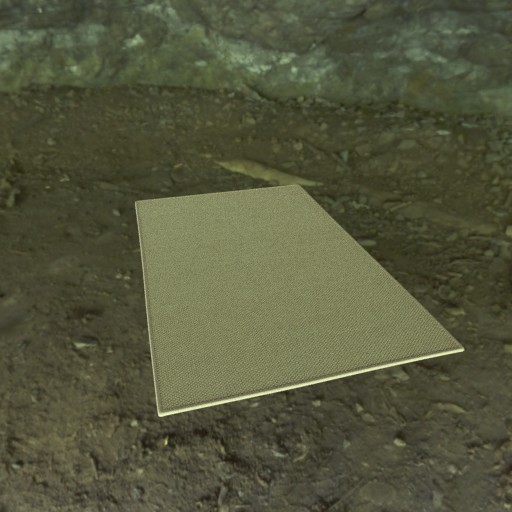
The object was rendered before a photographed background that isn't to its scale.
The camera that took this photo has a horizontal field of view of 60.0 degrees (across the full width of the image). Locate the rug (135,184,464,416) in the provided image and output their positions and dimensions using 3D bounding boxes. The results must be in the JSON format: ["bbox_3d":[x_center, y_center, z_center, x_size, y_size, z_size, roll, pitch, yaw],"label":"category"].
[{"bbox_3d":[0.000,0.000,2.129,1.067,0.013,1.676,-8,31,-13],"label":"rug"}]
